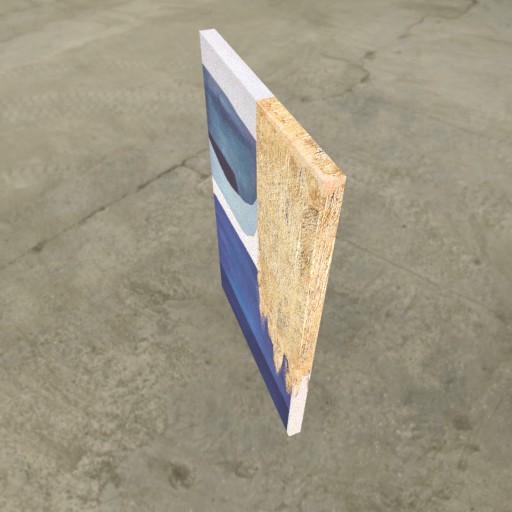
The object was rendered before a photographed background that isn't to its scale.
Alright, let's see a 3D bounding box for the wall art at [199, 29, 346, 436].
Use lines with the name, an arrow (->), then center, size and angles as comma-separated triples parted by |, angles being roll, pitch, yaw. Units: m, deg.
wall art -> 0.000, 0.000, 1.152 | 0.039, 0.911, 0.607 | -16, 49, -15
